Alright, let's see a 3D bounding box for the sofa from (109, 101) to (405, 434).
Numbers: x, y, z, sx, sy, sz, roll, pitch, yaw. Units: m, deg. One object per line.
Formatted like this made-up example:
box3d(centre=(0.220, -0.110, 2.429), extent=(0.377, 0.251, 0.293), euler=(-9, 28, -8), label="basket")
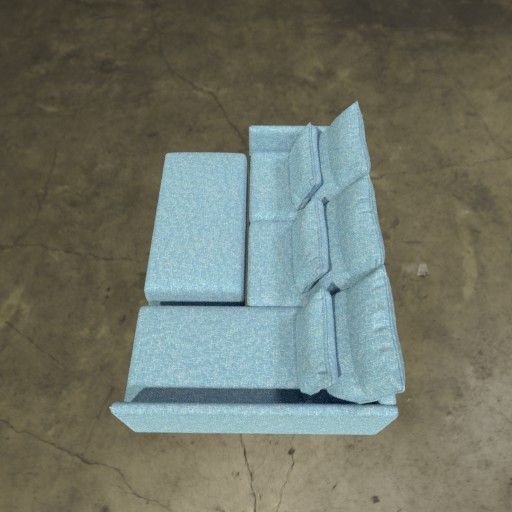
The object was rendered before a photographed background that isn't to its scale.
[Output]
box3d(centre=(0.000, 0.000, 2.832), extent=(1.420, 0.899, 2.034), euler=(1, 58, 0), label="sofa")
